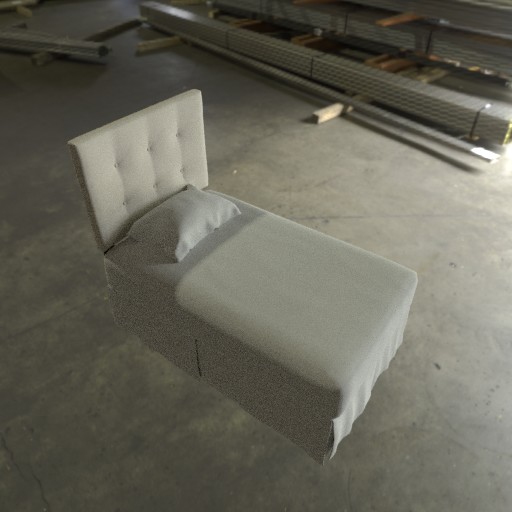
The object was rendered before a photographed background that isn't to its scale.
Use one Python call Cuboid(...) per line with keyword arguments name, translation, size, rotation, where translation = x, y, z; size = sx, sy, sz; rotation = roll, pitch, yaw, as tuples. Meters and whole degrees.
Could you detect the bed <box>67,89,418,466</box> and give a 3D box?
Cuboid(name="bed", translation=(0.000, 0.000, 3.028), size=(1.997, 1.571, 1.261), rotation=(25, 46, 27))
